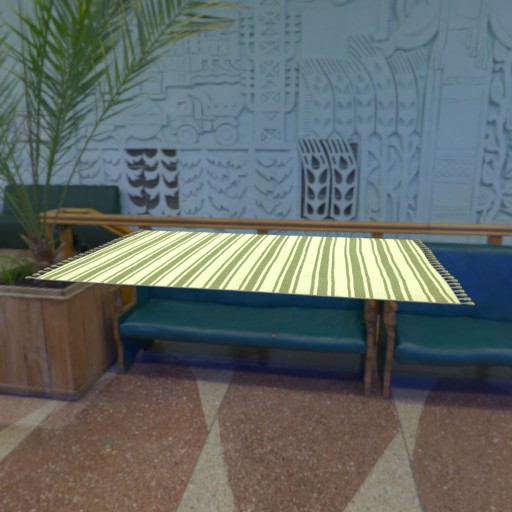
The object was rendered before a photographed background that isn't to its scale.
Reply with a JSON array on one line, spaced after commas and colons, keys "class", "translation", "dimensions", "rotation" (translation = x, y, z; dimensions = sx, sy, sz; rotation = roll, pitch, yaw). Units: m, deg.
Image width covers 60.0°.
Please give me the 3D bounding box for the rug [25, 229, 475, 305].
[{"class": "rug", "translation": [0.000, 0.000, 3.055], "dimensions": [2.435, 0.018, 1.540], "rotation": [3, 14, 10]}]
